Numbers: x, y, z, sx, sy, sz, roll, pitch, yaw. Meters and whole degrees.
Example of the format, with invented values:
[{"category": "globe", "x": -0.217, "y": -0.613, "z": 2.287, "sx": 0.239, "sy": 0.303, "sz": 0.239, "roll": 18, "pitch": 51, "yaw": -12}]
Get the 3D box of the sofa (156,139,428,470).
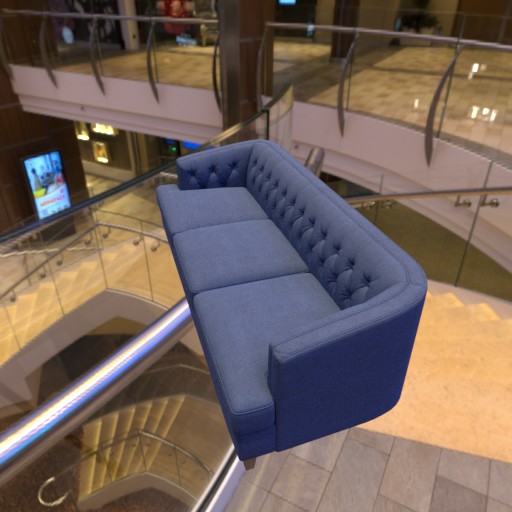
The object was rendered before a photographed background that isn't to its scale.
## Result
[{"category": "sofa", "x": 0.000, "y": 0.000, "z": 2.674, "sx": 0.914, "sy": 0.787, "sz": 2.235, "roll": -10, "pitch": 33, "yaw": -15}]
